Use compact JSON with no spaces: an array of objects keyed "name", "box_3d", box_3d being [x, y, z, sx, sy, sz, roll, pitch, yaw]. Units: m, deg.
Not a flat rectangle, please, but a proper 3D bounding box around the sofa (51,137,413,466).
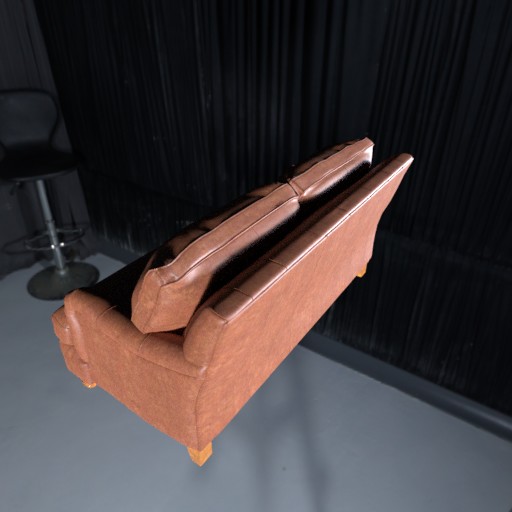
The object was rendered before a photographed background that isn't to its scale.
[{"name":"sofa","box_3d":[0.000,0.000,2.707,1.147,1.071,2.144,20,37,29]}]
